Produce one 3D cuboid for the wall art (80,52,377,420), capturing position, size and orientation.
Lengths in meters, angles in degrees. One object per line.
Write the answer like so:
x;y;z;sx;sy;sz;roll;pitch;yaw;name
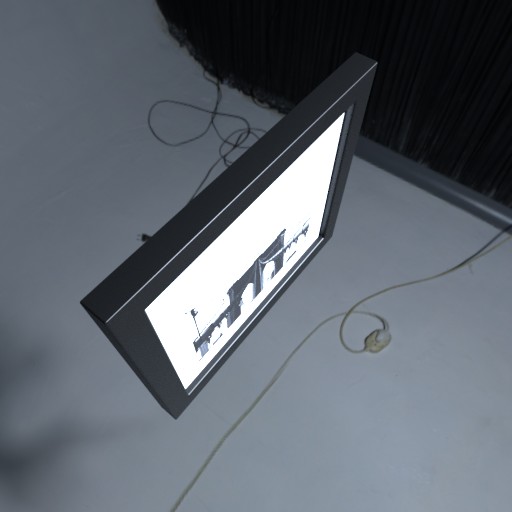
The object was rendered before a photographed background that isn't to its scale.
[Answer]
0.000;0.000;0.537;0.028;0.330;0.380;34;64;19;wall art
